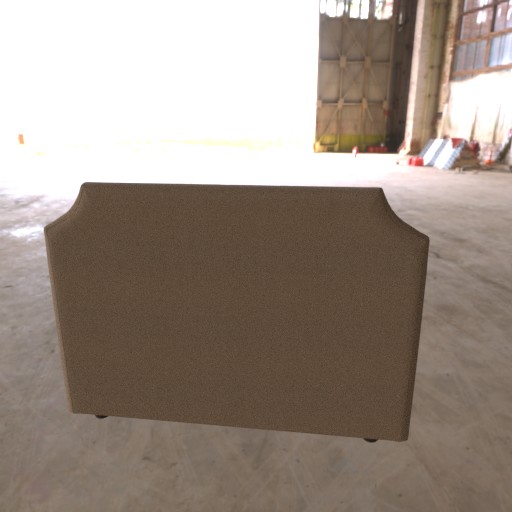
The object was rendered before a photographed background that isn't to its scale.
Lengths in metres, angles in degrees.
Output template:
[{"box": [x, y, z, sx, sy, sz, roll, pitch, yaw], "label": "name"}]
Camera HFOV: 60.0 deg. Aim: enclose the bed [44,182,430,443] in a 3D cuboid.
[{"box": [0.000, 0.000, 3.166, 1.828, 1.303, 2.164, 2, 17, 7], "label": "bed"}]
